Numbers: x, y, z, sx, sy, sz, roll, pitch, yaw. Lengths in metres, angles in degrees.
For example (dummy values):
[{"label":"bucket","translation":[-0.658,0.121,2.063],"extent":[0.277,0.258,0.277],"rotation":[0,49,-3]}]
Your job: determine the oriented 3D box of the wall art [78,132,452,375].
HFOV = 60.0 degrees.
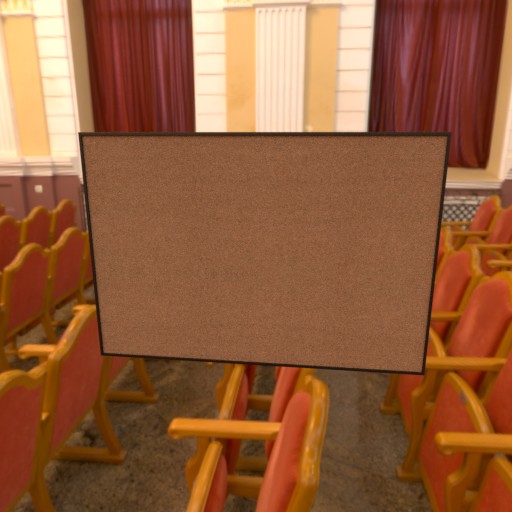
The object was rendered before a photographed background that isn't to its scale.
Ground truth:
[{"label":"wall art","translation":[0.000,0.000,1.226],"extent":[0.957,0.660,0.019],"rotation":[2,15,7]}]
